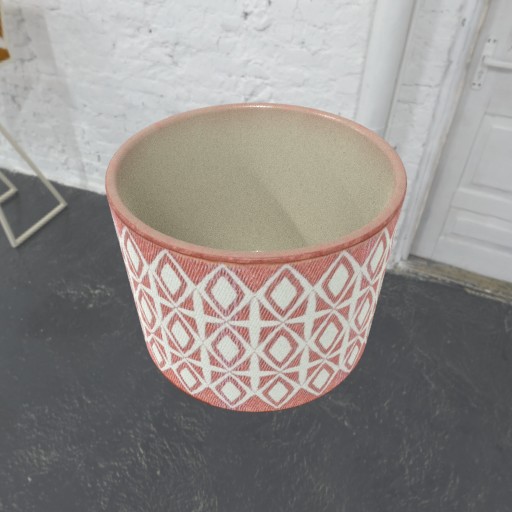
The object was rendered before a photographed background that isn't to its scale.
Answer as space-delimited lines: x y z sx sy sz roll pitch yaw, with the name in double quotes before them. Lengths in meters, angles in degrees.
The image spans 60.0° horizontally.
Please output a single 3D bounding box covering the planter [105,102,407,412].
"planter" 0.000 0.000 0.490 0.273 0.237 0.273 0 41 0
